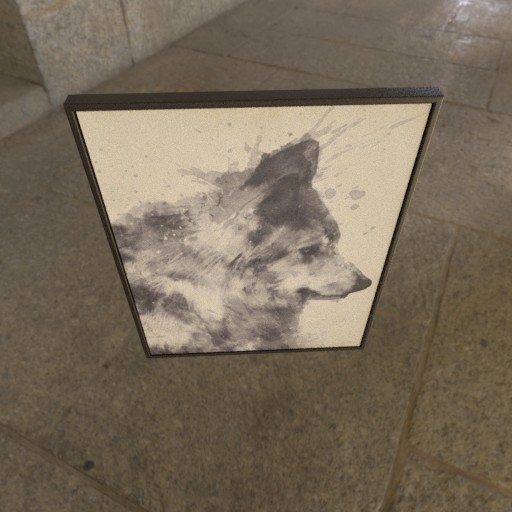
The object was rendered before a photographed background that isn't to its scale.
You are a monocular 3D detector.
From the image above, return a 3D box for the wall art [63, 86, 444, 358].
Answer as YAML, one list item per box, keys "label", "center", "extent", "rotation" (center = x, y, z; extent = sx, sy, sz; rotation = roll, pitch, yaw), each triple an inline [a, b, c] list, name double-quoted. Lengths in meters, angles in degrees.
- label: "wall art"
  center: [0.000, 0.000, 0.729]
  extent: [0.451, 0.551, 0.028]
  rotation: [-2, 45, -2]
